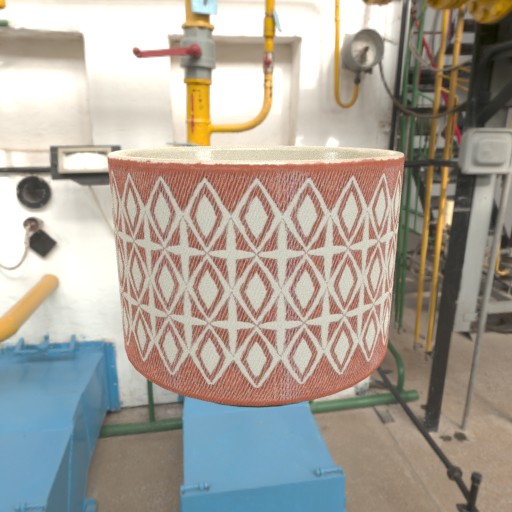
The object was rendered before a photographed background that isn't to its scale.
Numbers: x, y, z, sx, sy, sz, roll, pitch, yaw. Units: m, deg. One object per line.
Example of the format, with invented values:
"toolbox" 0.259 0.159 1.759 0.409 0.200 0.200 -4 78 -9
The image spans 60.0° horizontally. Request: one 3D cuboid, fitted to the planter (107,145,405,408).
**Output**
"planter" 0.000 0.000 0.321 0.192 0.148 0.192 0 16 0
